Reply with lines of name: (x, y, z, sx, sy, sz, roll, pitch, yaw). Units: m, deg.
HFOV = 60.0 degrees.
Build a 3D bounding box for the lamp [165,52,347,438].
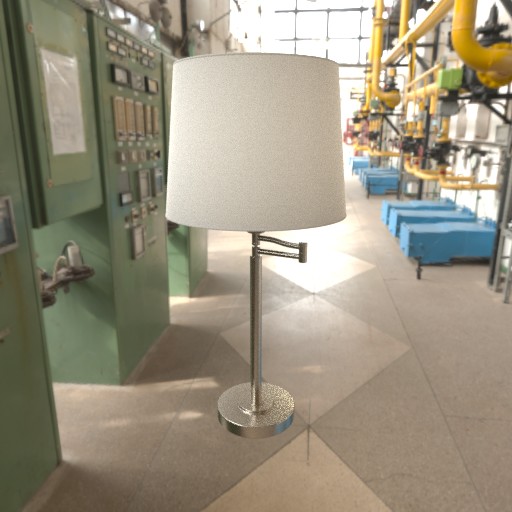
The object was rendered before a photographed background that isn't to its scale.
lamp: (0.000, 0.000, 0.852, 0.333, 0.696, 0.333, 0, 15, 0)
